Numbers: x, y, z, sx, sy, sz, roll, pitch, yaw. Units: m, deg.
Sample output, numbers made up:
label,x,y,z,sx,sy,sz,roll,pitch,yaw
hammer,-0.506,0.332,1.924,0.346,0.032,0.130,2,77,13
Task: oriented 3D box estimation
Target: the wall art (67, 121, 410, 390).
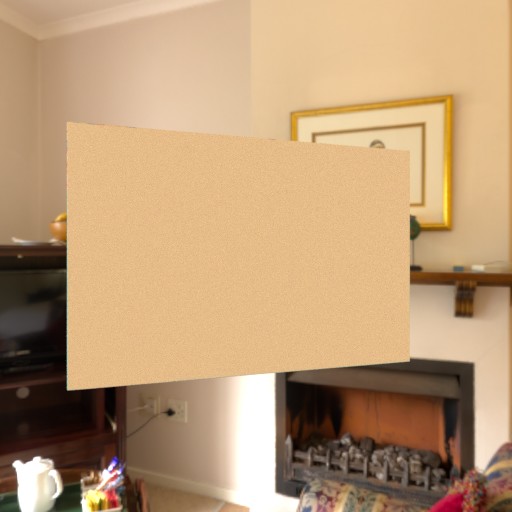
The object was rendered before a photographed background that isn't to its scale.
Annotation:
label,x,y,z,sx,sy,sz,roll,pitch,yaw
wall art,0.000,0.000,0.778,0.609,0.406,0.039,0,0,-18
